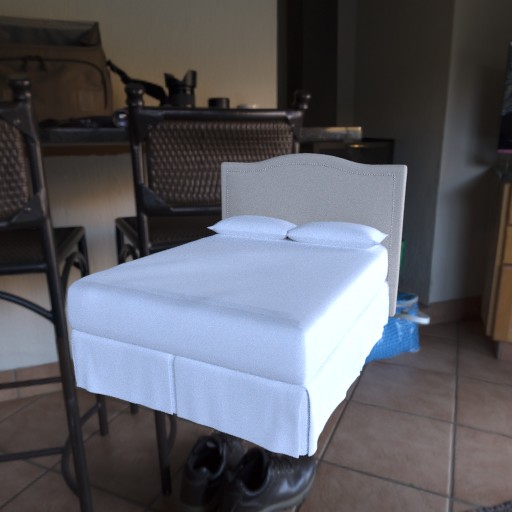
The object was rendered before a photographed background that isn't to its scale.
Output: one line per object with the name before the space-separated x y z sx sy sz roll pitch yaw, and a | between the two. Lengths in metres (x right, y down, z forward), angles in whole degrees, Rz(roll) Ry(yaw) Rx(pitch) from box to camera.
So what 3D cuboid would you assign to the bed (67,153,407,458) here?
bed | 0.000 0.000 3.140 1.678 1.398 2.052 7 15 26
